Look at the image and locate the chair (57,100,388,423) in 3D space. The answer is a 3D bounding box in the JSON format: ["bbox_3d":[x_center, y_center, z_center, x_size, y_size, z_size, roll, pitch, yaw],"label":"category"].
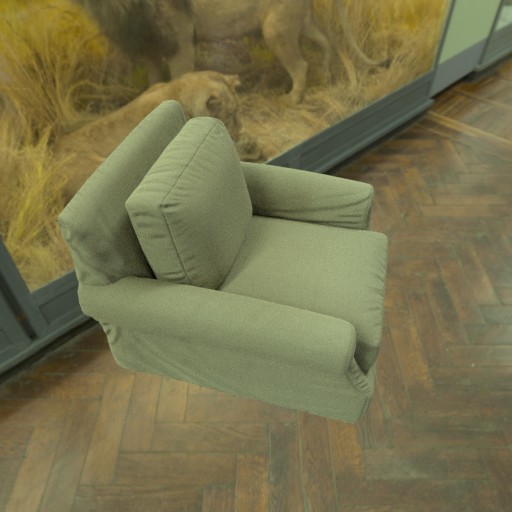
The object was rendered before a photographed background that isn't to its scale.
[{"bbox_3d":[0.000,0.000,1.764,1.066,0.866,0.940,10,46,10],"label":"chair"}]
